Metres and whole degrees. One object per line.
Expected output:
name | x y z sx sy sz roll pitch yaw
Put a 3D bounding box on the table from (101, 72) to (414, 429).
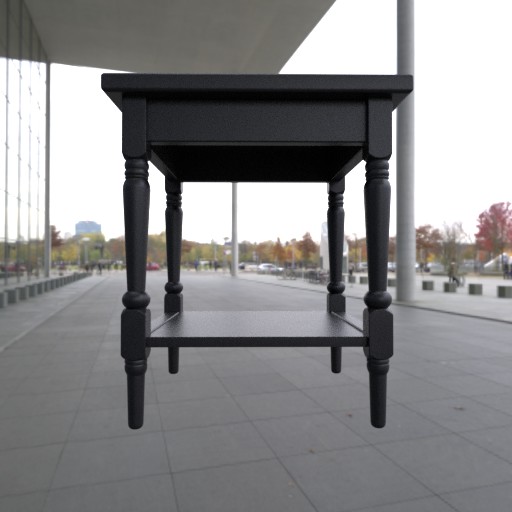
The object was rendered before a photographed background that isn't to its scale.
table | 0.000 0.000 0.906 0.488 0.565 0.442 0 -1 -1
